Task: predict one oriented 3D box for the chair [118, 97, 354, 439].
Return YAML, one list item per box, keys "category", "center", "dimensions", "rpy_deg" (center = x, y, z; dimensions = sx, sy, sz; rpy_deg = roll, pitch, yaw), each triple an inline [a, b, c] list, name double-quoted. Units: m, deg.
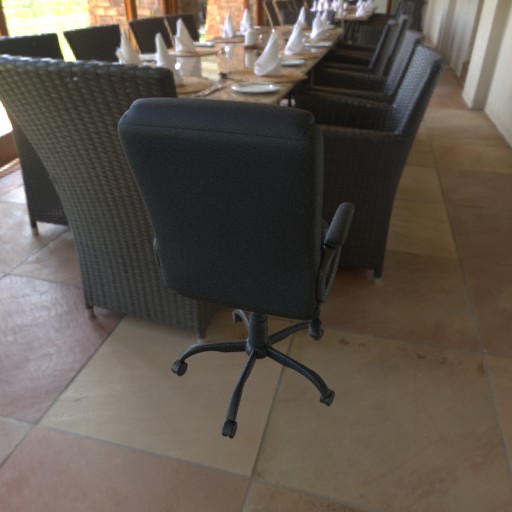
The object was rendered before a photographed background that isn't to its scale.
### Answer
- category: "chair"
  center: [0.000, 0.000, 1.439]
  dimensions: [0.615, 1.072, 0.655]
  rpy_deg: [9, 32, 15]
